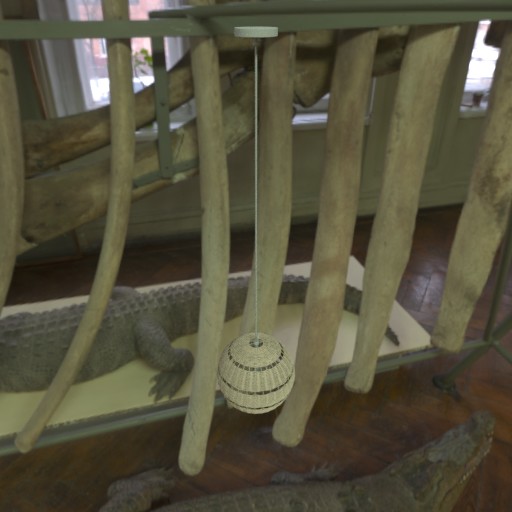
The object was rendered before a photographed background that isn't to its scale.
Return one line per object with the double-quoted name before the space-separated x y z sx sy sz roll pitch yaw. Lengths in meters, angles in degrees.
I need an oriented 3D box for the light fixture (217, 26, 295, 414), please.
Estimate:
"light fixture" 0.000 0.000 2.203 0.457 2.019 0.457 -8 31 -14
